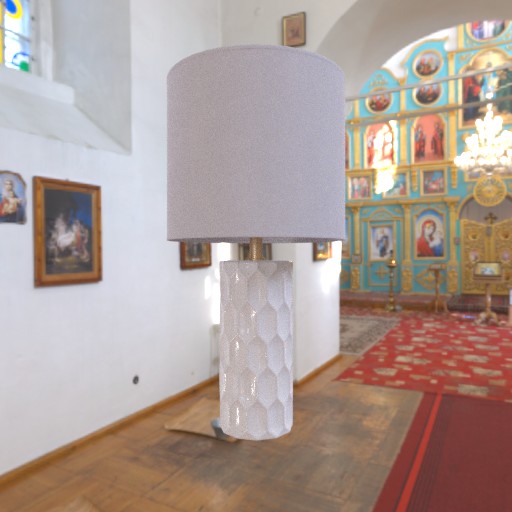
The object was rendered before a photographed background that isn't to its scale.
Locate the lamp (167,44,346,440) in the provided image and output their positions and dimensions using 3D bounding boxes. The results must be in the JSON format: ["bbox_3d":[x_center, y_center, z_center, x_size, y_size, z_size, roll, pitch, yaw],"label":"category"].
[{"bbox_3d":[0.000,0.000,0.699,0.277,0.537,0.277,0,0,-17],"label":"lamp"}]
